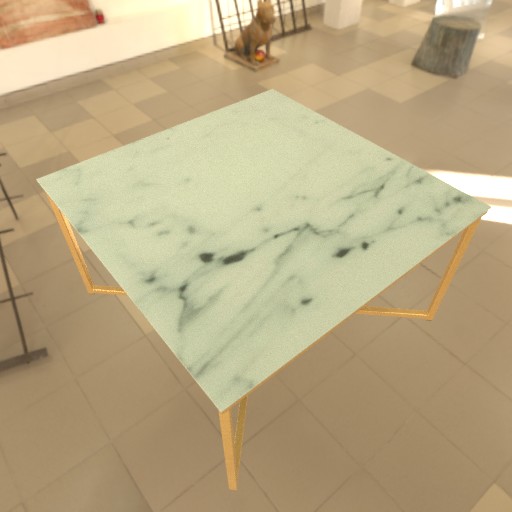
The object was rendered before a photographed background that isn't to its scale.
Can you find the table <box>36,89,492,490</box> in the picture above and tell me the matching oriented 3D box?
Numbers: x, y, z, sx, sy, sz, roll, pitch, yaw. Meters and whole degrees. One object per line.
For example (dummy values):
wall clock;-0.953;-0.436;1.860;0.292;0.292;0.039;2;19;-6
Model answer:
table;0.000;0.000;1.256;0.800;0.450;0.800;-31;53;-26
